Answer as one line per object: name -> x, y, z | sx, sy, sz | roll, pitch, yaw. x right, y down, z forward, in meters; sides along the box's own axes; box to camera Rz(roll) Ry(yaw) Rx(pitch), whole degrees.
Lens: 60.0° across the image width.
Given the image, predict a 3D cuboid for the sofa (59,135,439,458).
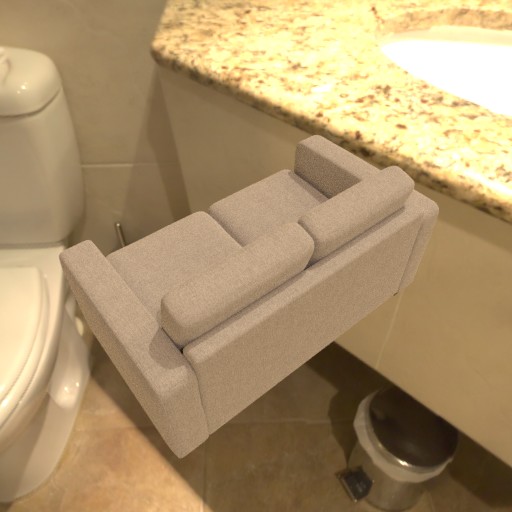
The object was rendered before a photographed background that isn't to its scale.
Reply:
sofa -> 0.000, 0.000, 2.112 | 1.540, 0.800, 0.900 | -30, 53, -26
